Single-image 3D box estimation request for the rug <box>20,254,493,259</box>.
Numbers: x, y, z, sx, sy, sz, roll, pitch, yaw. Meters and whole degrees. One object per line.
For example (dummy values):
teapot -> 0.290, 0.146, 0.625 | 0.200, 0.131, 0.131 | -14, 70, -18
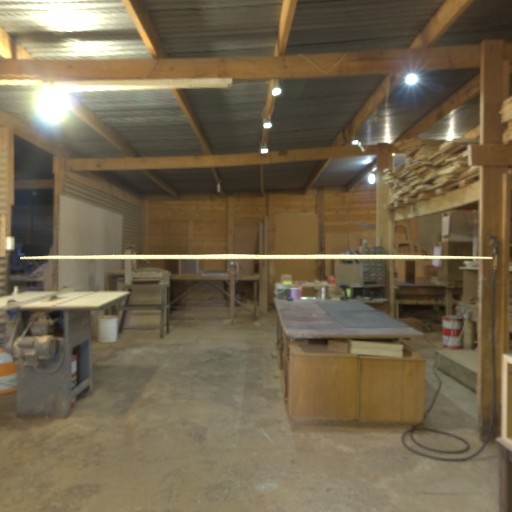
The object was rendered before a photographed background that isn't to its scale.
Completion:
rug -> 0.000, 0.000, 2.323 | 1.825, 0.015, 1.232 | 0, 0, 0
